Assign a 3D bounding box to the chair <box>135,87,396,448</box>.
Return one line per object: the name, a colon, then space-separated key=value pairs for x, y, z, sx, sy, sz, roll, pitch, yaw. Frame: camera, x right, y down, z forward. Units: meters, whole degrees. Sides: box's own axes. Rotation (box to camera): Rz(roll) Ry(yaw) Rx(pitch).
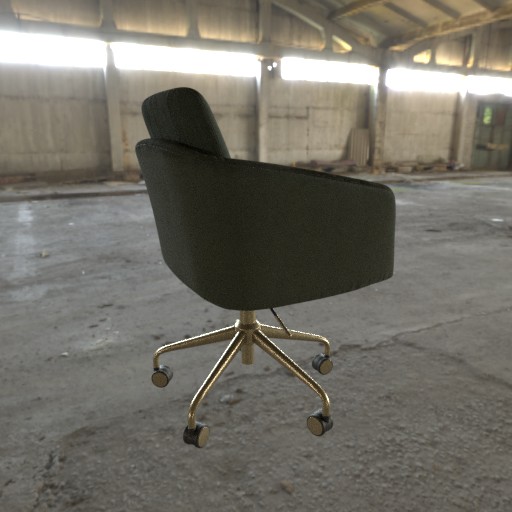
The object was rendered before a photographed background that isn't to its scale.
chair: x=0.000 y=0.000 z=1.348 sx=0.635 sy=0.908 sz=0.641 roll=-7 pitch=16 yaw=-26
